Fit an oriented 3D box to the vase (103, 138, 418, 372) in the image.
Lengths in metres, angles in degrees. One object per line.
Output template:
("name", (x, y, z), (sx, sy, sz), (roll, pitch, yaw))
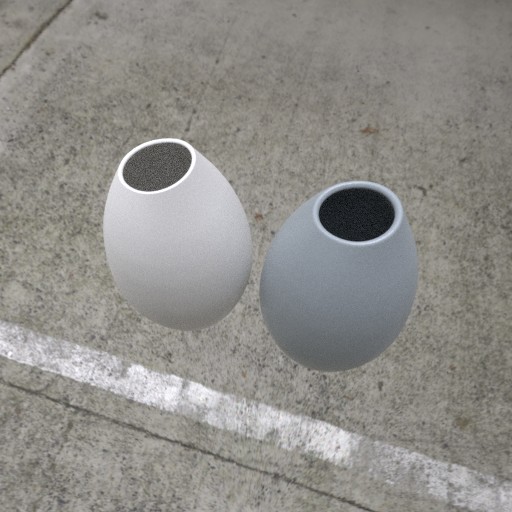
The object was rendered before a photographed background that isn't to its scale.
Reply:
("vase", (0.000, 0.000, 0.259), (0.187, 0.131, 0.089), (14, 60, 8))
